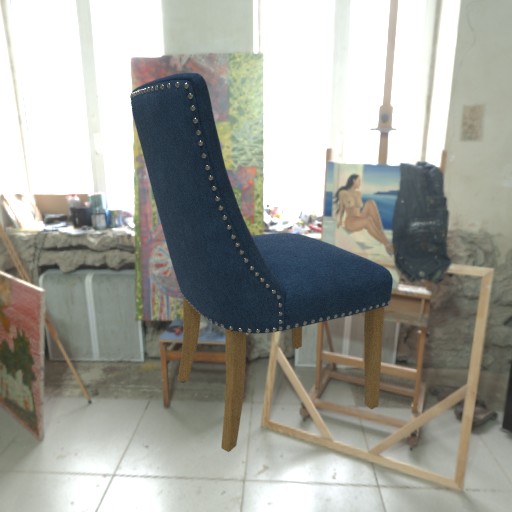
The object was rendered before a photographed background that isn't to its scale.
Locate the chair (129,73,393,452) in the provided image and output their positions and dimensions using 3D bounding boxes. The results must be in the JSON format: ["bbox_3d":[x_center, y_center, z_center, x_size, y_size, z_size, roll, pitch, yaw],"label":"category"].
[{"bbox_3d":[0.000,0.000,1.259,0.610,0.902,0.495,-8,17,-25],"label":"chair"}]
